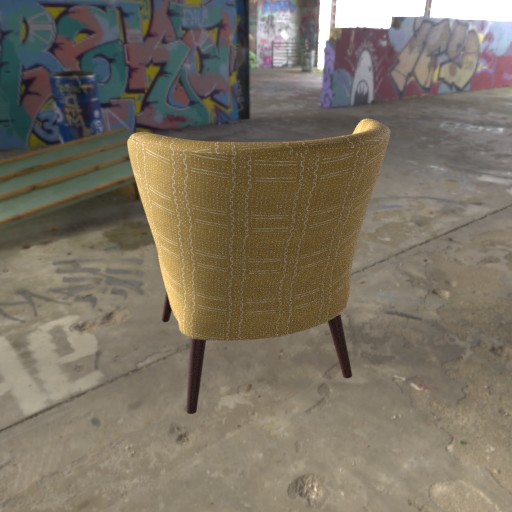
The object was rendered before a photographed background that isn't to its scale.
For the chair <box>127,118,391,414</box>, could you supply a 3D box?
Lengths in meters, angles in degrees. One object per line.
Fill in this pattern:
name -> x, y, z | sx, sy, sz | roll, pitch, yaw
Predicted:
chair -> 0.000, 0.000, 1.420 | 0.706, 0.866, 0.758 | -8, 28, -15
